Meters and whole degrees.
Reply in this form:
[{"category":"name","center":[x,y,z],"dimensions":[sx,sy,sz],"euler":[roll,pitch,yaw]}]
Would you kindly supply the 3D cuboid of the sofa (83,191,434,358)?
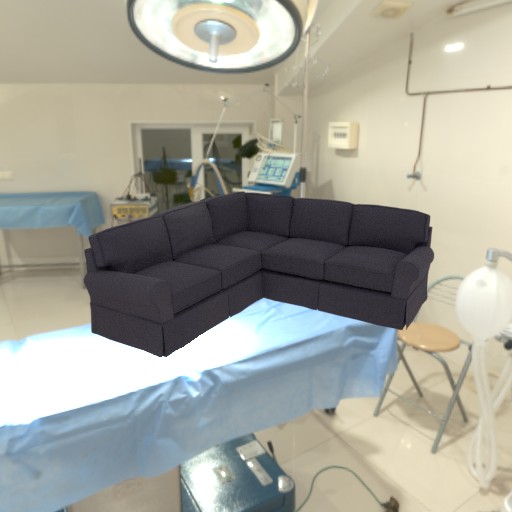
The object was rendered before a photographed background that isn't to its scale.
[{"category":"sofa","center":[0.000,0.000,5.130],"dimensions":[3.773,1.169,2.874],"euler":[-8,19,-26]}]
